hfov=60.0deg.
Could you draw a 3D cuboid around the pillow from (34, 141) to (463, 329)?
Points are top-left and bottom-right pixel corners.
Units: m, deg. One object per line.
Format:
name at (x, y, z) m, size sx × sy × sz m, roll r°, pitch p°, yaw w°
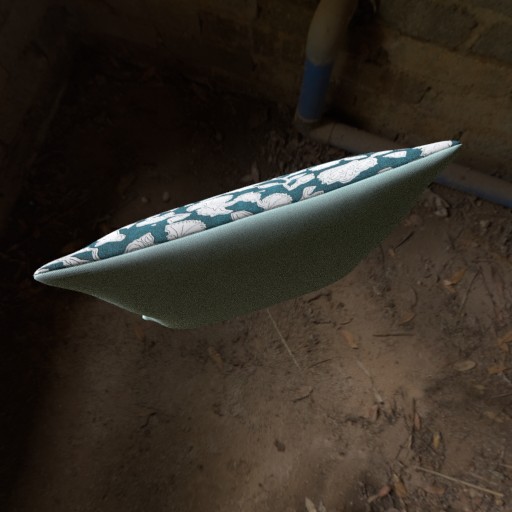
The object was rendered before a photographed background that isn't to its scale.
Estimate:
pillow at (0.000, 0.000, 0.758) m, size 0.525 × 0.508 × 0.166 m, roll -18°, pitch 77°, yaw -4°
